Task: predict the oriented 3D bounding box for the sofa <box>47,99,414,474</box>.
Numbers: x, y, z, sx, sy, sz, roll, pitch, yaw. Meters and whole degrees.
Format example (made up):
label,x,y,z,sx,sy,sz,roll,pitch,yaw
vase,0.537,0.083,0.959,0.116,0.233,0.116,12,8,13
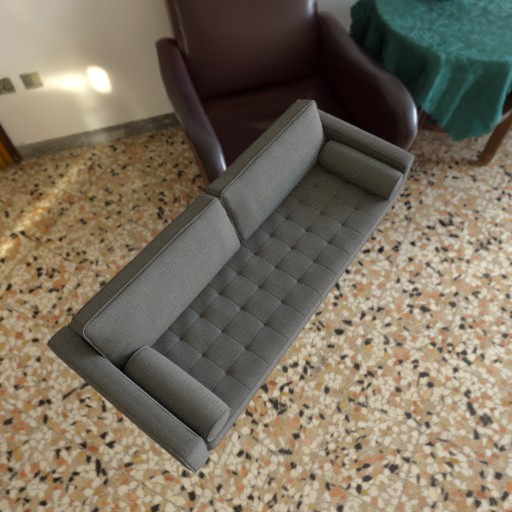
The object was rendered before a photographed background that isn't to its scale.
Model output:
label,x,y,z,sx,sy,sz,roll,pitch,yaw
sofa,0.000,0.000,2.601,0.914,0.762,2.198,32,63,18
